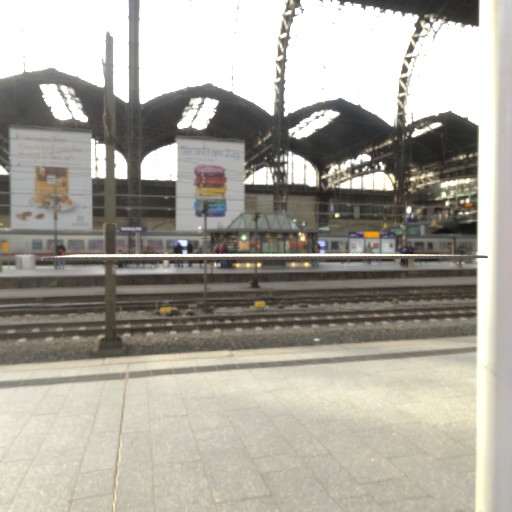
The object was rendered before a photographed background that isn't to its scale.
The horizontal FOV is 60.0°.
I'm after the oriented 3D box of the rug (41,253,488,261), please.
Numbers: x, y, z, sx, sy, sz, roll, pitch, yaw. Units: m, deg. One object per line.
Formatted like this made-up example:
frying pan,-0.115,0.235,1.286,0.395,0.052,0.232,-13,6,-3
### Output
rug,0.000,0.000,2.080,1.676,0.013,1.067,0,1,-17
